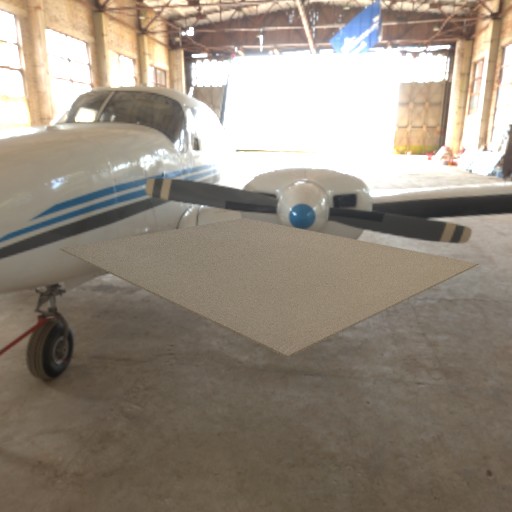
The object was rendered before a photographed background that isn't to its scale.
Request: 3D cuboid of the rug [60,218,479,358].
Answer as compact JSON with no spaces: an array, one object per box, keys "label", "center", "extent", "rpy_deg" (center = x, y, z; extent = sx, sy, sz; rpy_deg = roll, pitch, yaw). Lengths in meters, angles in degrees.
[{"label":"rug","center":[0.000,0.000,3.478],"extent":[2.073,0.011,2.584],"rpy_deg":[-14,20,-42]}]
